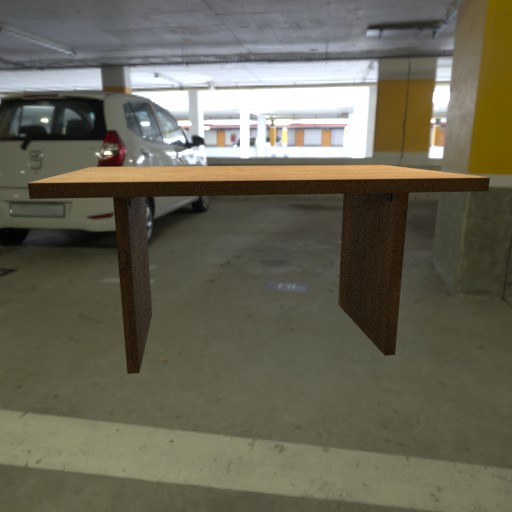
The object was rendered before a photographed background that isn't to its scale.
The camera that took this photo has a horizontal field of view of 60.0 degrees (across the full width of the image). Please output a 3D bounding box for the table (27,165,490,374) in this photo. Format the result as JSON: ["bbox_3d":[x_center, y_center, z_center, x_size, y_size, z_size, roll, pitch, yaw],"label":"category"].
[{"bbox_3d":[0.000,0.000,2.073,1.609,0.780,0.946,-2,15,-8],"label":"table"}]
